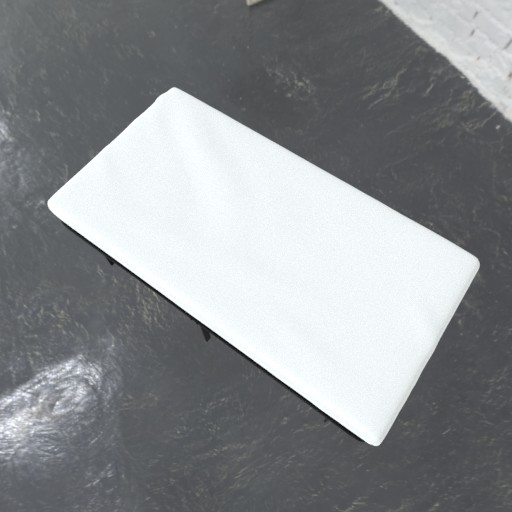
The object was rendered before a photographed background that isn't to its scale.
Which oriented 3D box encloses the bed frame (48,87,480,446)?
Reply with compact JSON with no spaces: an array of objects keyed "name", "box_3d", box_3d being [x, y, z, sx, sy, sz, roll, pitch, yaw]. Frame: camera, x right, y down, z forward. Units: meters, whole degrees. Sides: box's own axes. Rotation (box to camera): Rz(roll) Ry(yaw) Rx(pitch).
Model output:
[{"name":"bed frame","box_3d":[0.000,0.000,2.353,1.903,0.619,0.989,33,69,15]}]
